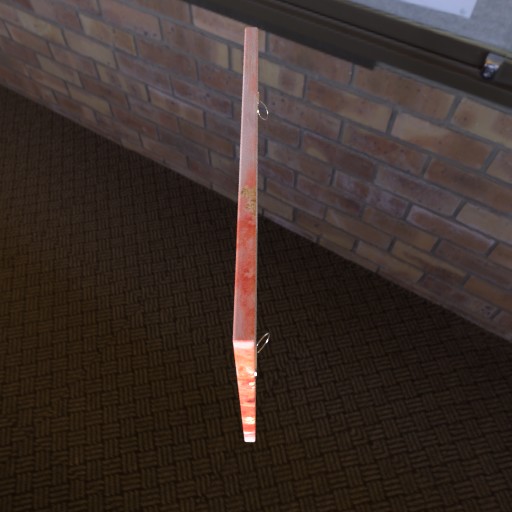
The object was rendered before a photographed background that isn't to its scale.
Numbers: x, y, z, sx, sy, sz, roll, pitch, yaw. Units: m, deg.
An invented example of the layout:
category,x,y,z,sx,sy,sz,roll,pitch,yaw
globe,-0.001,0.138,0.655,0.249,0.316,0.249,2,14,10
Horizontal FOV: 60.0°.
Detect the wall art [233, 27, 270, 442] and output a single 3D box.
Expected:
category,x,y,z,sx,sy,sz,roll,pitch,yaw
wall art,0.000,0.000,1.307,0.066,0.878,0.878,0,58,0
